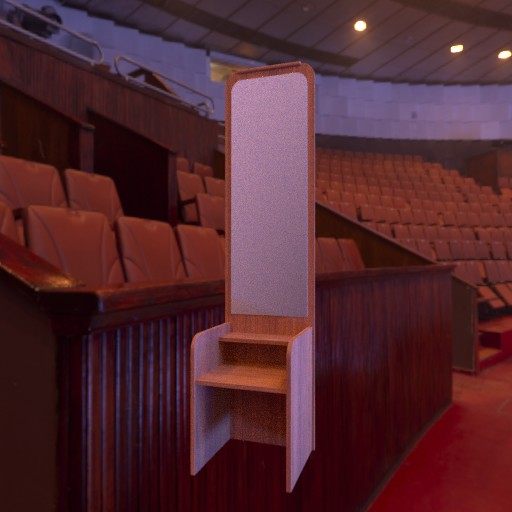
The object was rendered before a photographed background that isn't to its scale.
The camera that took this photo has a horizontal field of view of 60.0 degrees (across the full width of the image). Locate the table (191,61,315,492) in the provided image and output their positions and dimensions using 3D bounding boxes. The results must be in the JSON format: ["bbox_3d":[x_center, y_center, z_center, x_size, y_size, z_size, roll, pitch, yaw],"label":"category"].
[{"bbox_3d":[0.000,0.000,1.966,0.450,1.830,0.420,0,0,19],"label":"table"}]
